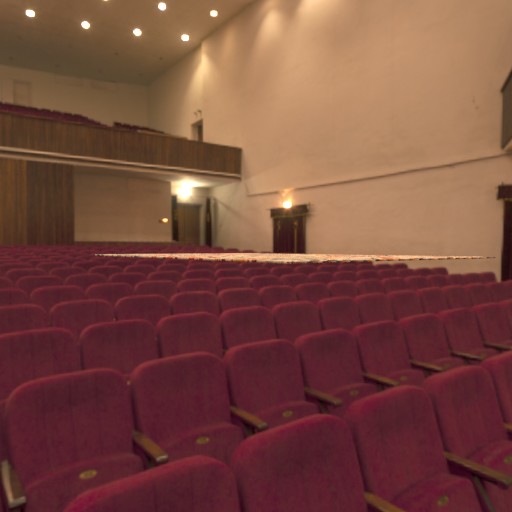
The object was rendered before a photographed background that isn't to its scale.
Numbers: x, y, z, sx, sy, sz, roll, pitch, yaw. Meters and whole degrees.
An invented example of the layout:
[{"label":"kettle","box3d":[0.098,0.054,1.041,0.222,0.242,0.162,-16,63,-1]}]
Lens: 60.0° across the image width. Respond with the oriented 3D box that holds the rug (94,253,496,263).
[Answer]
[{"label":"rug","box3d":[0.000,0.000,3.126,1.523,0.010,2.584,-1,1,-36]}]
